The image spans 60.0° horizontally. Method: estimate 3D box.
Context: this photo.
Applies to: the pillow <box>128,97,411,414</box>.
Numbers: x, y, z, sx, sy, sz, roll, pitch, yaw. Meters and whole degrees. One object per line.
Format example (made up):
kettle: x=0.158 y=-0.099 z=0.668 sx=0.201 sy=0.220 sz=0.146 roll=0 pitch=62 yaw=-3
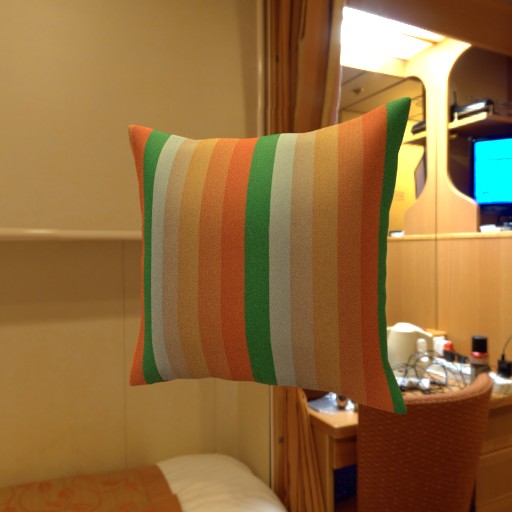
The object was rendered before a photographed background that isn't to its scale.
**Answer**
pillow: x=0.000 y=0.000 z=0.688 sx=0.453 sy=0.444 sz=0.169 roll=0 pitch=1 yaw=17
